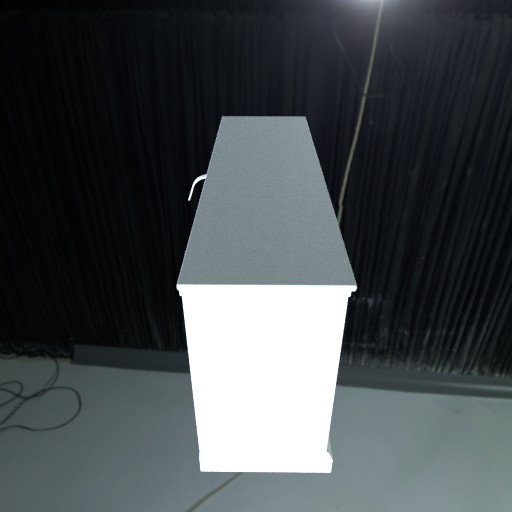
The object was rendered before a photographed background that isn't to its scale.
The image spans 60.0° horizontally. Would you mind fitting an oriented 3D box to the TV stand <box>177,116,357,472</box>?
[{"bbox_3d":[0.000,0.000,1.515,0.424,0.624,1.187,0,33,0],"label":"TV stand"}]
